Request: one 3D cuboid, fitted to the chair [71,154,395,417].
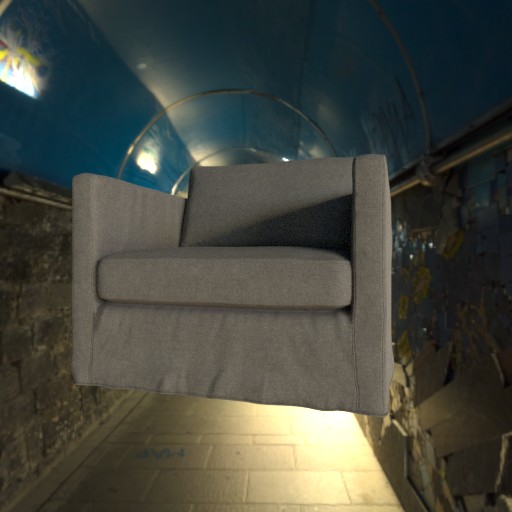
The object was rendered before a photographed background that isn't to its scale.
[{"bbox_3d":[0.000,0.000,1.773,1.057,0.863,0.949,0,0,18],"label":"chair"}]
